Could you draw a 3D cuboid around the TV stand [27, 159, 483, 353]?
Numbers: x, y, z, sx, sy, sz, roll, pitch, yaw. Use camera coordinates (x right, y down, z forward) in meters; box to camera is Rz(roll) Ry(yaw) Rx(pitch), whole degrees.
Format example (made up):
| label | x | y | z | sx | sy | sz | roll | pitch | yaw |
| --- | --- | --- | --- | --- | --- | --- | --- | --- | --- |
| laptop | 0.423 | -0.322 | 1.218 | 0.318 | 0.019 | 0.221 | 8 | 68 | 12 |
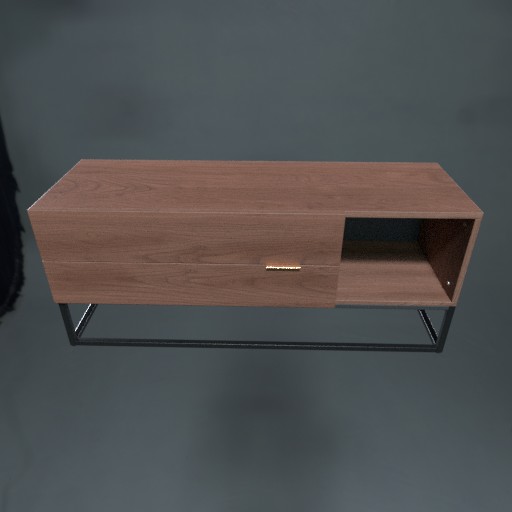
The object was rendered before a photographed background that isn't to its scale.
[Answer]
| label | x | y | z | sx | sy | sz | roll | pitch | yaw |
| --- | --- | --- | --- | --- | --- | --- | --- | --- | --- |
| TV stand | 0.000 | 0.000 | 1.451 | 1.200 | 0.500 | 0.415 | 1 | 32 | 1 |
